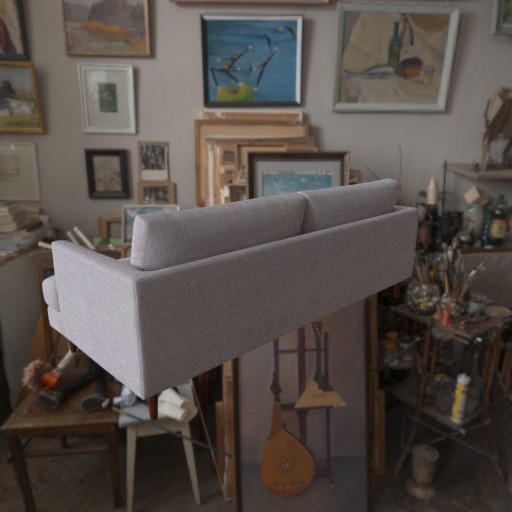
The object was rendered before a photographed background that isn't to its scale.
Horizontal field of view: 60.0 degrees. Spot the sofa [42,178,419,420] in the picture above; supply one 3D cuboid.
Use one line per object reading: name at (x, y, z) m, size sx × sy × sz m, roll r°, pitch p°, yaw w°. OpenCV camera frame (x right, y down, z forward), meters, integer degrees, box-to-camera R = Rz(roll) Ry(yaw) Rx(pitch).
sofa at (0.000, 0.000, 2.778) m, size 2.250 × 0.868 × 1.020 m, roll -15°, pitch 22°, yaw -42°
